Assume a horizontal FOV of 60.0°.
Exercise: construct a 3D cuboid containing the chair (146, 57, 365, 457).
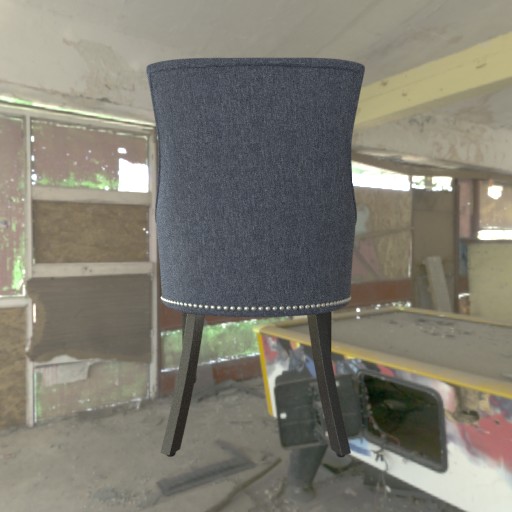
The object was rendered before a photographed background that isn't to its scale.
[{"bbox_3d":[0.000,0.000,1.276,0.566,0.909,0.629,0,1,0],"label":"chair"}]
